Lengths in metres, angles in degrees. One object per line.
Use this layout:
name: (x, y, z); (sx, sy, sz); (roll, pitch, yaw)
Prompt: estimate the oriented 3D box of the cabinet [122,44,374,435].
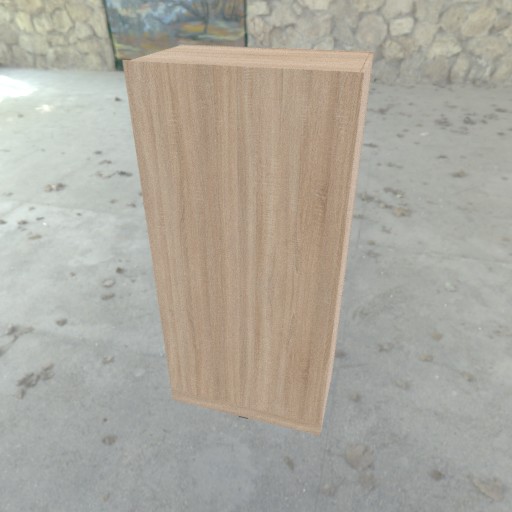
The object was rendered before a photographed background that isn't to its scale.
cabinet: (0.000, 0.000, 2.548); (1.001, 2.121, 0.590); (9, 33, 14)
